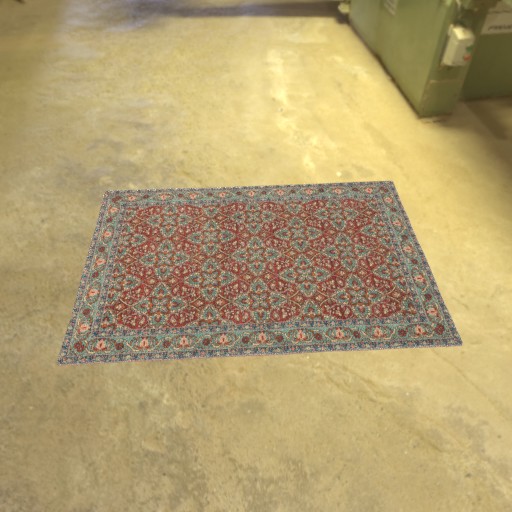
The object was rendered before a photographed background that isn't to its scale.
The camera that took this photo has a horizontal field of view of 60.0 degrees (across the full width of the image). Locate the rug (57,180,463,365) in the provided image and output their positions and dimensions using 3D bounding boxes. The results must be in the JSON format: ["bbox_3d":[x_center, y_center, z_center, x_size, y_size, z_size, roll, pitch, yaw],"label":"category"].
[{"bbox_3d":[0.000,0.000,2.397,1.829,0.009,1.219,-2,47,-2],"label":"rug"}]
